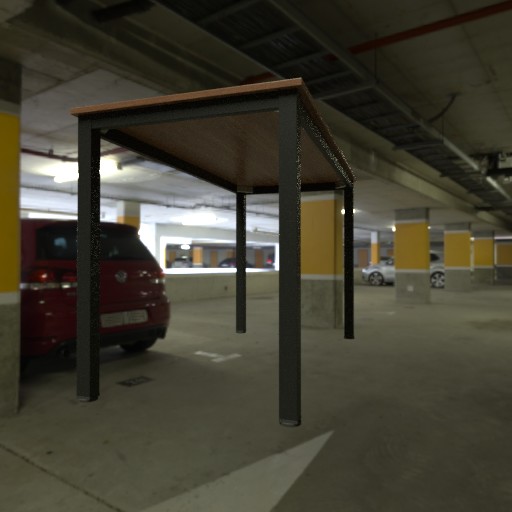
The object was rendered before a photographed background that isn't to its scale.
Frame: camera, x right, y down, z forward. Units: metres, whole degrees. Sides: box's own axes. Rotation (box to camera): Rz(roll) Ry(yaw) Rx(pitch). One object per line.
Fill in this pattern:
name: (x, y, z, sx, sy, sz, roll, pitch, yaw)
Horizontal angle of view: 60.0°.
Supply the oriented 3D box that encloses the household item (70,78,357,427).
household item: (0.000, 0.000, 1.599, 0.600, 0.750, 1.200, 0, -1, 18)
